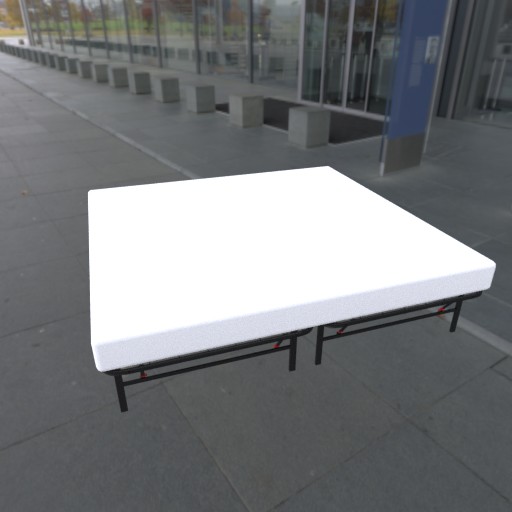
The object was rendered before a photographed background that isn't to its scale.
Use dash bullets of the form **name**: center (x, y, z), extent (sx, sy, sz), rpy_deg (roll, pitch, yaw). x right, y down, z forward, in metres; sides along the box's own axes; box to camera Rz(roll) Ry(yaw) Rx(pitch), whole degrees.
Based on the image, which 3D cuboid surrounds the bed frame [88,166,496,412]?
- **bed frame**: center (0.000, 0.000, 2.957), extent (2.033, 0.525, 1.935), rpy_deg (-9, 29, -17)
